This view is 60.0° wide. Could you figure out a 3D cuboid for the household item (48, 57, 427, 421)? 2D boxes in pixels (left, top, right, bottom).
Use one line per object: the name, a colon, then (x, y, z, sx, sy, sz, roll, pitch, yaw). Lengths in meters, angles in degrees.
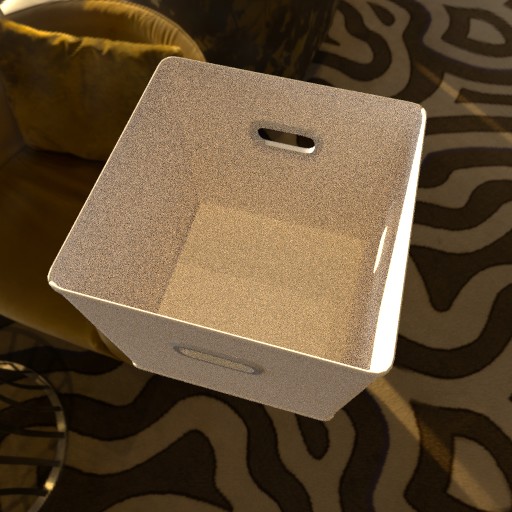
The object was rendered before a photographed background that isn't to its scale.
household item: (0.000, 0.000, 0.565, 0.305, 0.305, 0.305, 14, 64, 7)
